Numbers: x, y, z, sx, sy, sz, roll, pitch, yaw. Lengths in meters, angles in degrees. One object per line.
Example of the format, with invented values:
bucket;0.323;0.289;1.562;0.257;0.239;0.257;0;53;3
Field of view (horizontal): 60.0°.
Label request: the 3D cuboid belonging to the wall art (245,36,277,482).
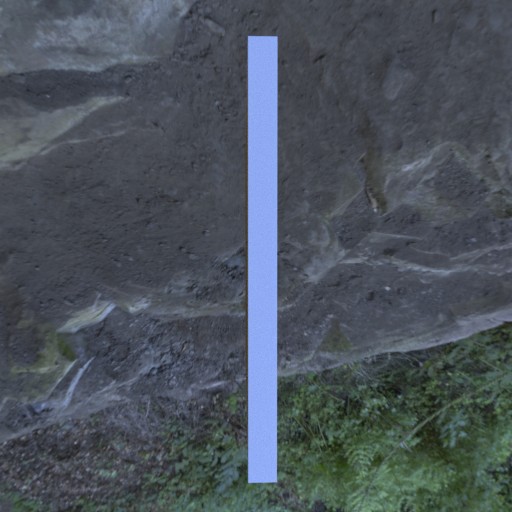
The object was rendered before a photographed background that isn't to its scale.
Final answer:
wall art;0.000;0.000;0.458;0.020;0.307;0.307;0;92;-2
